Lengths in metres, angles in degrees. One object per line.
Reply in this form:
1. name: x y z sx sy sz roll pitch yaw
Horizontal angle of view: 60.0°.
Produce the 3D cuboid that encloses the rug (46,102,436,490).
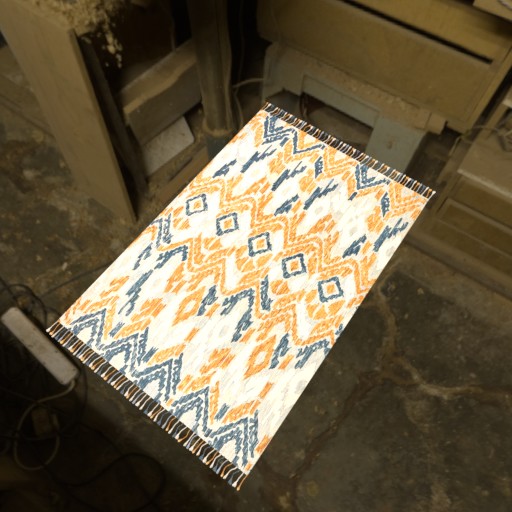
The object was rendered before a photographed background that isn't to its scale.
1. rug: 0.000 0.000 3.040 1.533 0.010 2.428 33 68 15
